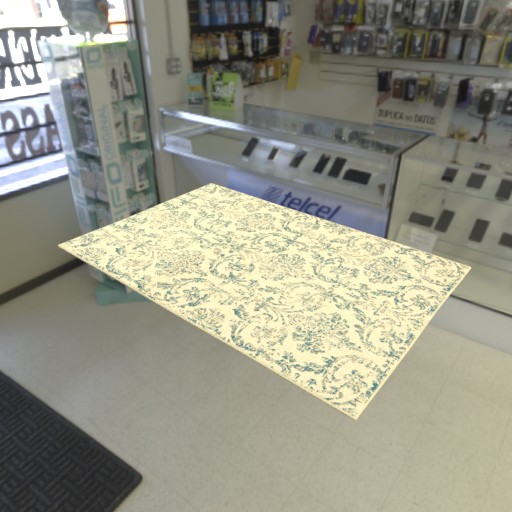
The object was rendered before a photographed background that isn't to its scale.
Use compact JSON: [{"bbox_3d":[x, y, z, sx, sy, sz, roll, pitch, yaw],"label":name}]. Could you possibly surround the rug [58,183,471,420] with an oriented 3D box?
[{"bbox_3d":[0.000,0.000,3.511,2.746,0.018,1.819,23,37,33],"label":"rug"}]
